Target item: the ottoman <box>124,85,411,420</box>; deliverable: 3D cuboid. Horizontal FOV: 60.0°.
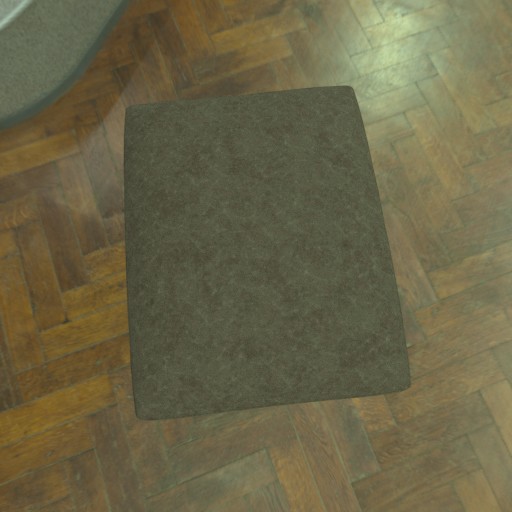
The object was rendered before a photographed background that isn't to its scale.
[{"bbox_3d":[0.000,0.000,1.163,0.584,0.513,0.741,-6,74,-2],"label":"ottoman"}]
